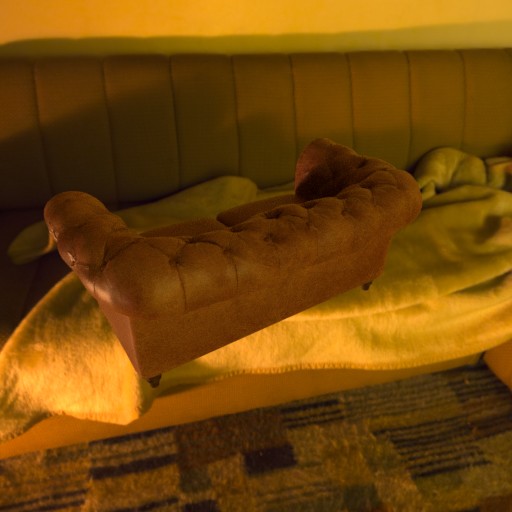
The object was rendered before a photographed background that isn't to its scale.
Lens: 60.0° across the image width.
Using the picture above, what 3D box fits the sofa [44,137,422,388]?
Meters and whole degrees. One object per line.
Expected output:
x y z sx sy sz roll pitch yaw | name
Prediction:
0.000 0.000 2.542 1.979 0.877 1.042 -19 36 -28 | sofa
